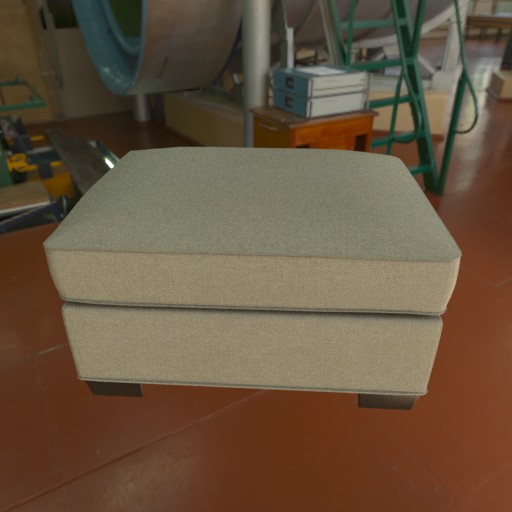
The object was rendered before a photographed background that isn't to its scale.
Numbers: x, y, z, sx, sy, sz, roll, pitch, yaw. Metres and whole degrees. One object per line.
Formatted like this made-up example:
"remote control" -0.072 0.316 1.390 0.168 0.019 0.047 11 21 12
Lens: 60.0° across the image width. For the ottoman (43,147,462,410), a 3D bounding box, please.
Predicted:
"ottoman" 0.000 0.000 1.219 0.843 0.504 0.619 2 31 3
